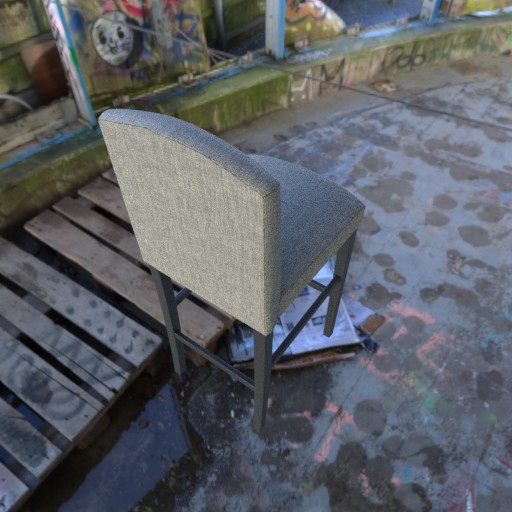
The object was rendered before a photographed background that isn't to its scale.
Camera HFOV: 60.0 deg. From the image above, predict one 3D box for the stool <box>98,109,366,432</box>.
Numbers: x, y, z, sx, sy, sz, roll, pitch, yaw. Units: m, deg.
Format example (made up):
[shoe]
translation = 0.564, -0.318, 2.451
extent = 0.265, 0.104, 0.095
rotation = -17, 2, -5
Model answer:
[stool]
translation = 0.000, 0.000, 1.385
extent = 0.451, 1.138, 0.552
rotation = 28, 53, 24
